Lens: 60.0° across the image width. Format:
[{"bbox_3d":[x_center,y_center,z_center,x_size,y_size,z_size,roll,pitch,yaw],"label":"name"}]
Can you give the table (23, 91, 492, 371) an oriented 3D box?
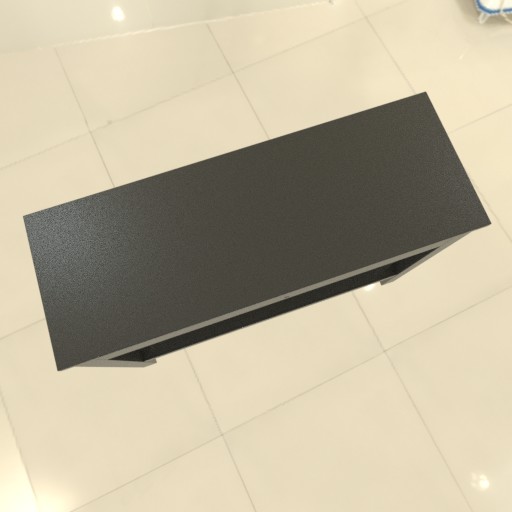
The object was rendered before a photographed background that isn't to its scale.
[{"bbox_3d":[0.000,0.000,1.438,1.068,0.753,0.397,-18,76,-5],"label":"table"}]
